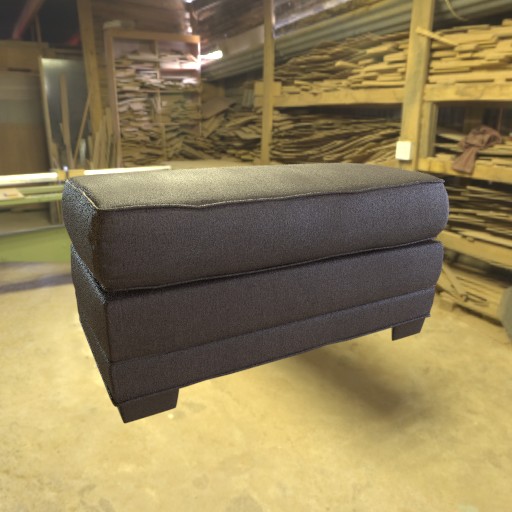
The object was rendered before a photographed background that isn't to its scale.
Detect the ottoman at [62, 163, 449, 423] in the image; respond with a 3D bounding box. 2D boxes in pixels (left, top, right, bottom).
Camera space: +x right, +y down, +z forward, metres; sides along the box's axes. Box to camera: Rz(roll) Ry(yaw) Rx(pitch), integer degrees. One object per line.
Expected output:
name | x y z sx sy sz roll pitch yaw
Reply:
ottoman | 0.000 0.000 1.140 0.864 0.448 0.490 -9 19 -27
